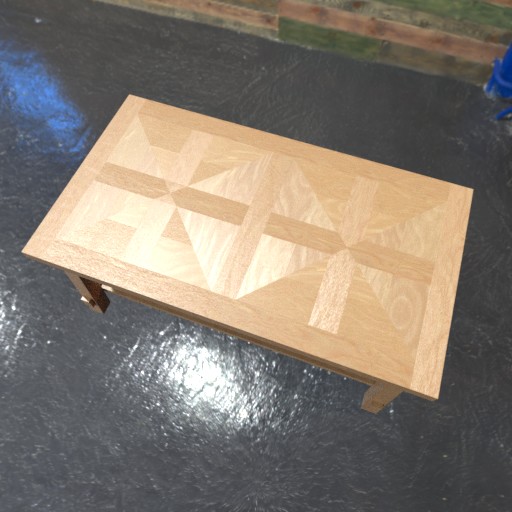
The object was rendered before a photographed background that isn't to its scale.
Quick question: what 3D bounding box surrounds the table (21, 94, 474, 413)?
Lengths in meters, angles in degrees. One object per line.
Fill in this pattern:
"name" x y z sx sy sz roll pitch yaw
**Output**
"table" 0.000 0.000 1.634 1.270 0.507 0.711 18 64 9
